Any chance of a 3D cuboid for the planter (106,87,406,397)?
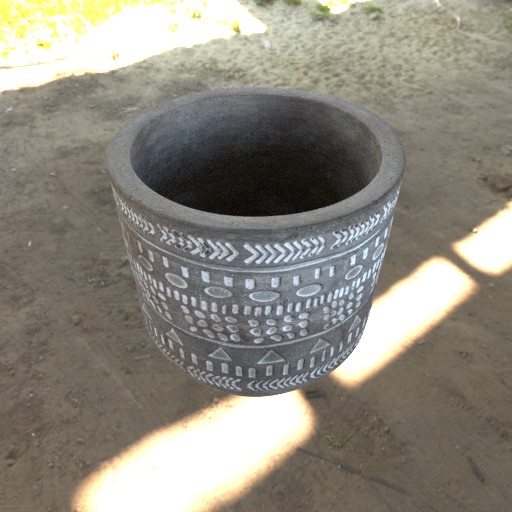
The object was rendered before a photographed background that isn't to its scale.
[{"bbox_3d":[0.000,0.000,0.225,0.122,0.128,0.122,0,41,0],"label":"planter"}]
